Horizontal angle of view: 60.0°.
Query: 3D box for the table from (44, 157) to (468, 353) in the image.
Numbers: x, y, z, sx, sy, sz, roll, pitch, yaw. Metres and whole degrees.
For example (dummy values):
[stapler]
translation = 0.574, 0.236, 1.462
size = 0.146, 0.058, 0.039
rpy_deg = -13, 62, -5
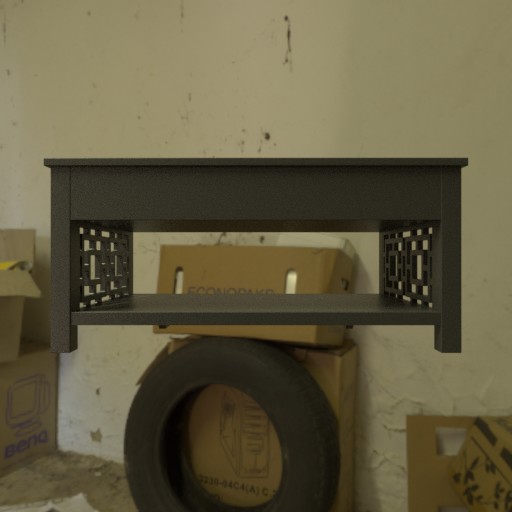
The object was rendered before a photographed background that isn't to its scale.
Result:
[table]
translation = 0.000, 0.000, 1.419
size = 1.068, 0.493, 0.612
rpy_deg = 0, 0, 0
